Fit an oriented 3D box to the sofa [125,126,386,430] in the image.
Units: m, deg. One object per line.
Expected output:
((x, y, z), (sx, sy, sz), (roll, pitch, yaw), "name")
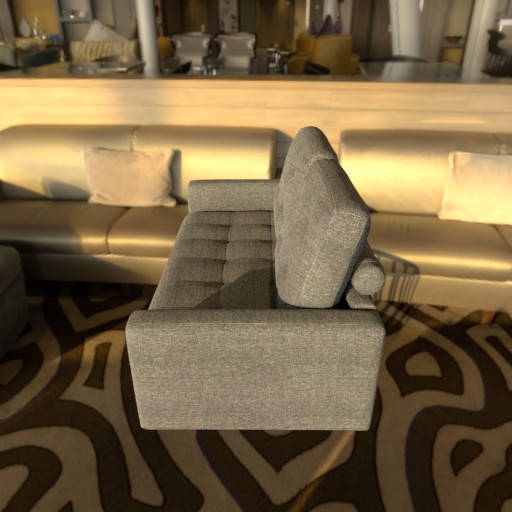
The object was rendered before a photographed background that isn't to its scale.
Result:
((0.000, 0.000, 1.977), (0.842, 0.907, 1.407), (0, 28, 0), "sofa")
